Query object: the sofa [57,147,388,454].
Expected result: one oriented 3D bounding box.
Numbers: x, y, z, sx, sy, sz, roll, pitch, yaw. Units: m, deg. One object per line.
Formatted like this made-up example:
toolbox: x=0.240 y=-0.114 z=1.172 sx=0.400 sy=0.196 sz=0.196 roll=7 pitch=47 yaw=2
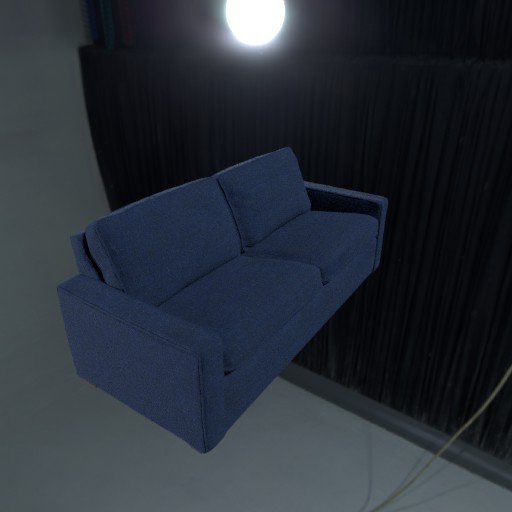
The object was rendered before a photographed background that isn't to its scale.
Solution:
sofa: x=0.000 y=0.000 z=2.669 sx=0.940 sy=0.919 sz=2.080 roll=17 pitch=32 yaw=30
